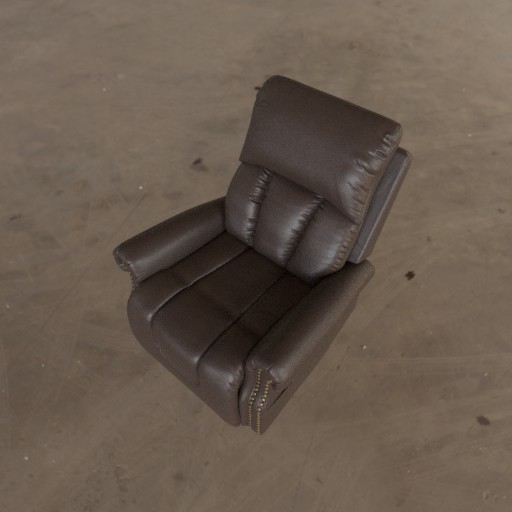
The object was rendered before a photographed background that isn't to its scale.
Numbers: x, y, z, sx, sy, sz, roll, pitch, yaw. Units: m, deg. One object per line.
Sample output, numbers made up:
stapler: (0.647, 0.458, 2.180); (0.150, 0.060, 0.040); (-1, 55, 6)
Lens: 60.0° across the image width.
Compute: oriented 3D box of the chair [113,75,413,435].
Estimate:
chair: (0.000, 0.000, 1.779); (0.869, 1.028, 0.978); (33, 56, 25)
